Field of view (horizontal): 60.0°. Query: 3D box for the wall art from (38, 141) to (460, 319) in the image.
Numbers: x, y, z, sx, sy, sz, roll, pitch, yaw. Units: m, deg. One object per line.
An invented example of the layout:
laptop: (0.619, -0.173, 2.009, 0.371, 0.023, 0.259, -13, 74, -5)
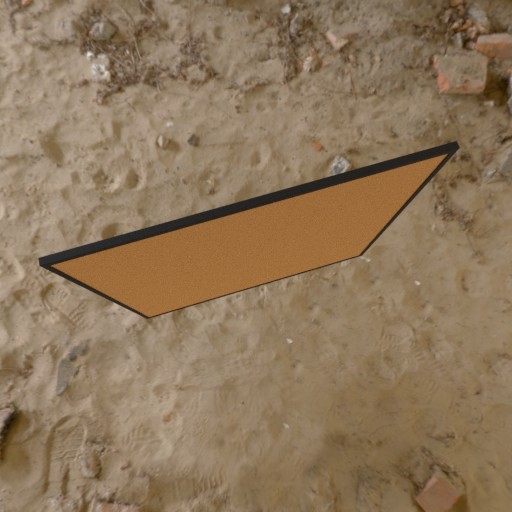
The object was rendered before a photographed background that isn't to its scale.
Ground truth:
wall art: (0.000, 0.000, 0.994, 0.664, 0.663, 0.015, -16, 76, -4)
